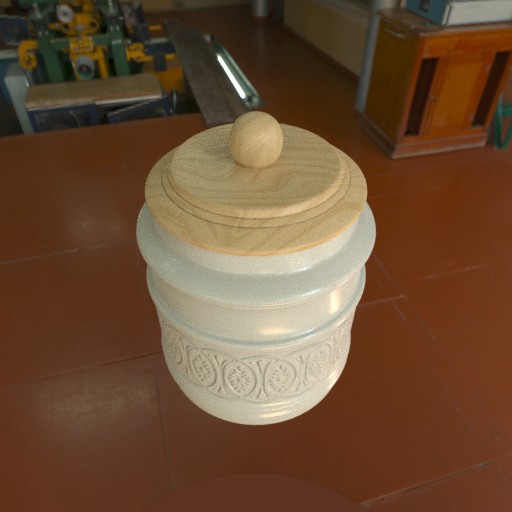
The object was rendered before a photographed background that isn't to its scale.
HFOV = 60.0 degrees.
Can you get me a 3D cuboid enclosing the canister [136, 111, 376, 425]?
[{"bbox_3d":[0.000,0.000,0.264,0.130,0.176,0.130,0,42,0],"label":"canister"}]
